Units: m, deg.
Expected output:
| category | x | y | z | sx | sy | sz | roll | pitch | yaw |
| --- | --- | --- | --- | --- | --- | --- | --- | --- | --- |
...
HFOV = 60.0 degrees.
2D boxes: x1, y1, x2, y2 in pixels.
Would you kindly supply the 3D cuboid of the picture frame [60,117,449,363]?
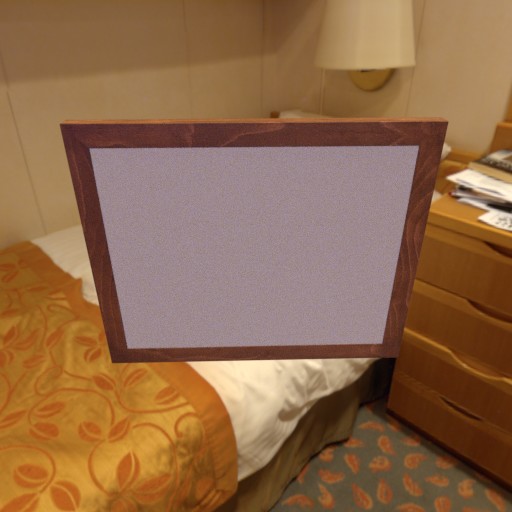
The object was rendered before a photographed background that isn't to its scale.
| category | x | y | z | sx | sy | sz | roll | pitch | yaw |
| --- | --- | --- | --- | --- | --- | --- | --- | --- | --- |
| picture frame | 0.000 | 0.000 | 0.762 | 0.559 | 0.457 | 0.025 | -1 | 30 | -1 |
